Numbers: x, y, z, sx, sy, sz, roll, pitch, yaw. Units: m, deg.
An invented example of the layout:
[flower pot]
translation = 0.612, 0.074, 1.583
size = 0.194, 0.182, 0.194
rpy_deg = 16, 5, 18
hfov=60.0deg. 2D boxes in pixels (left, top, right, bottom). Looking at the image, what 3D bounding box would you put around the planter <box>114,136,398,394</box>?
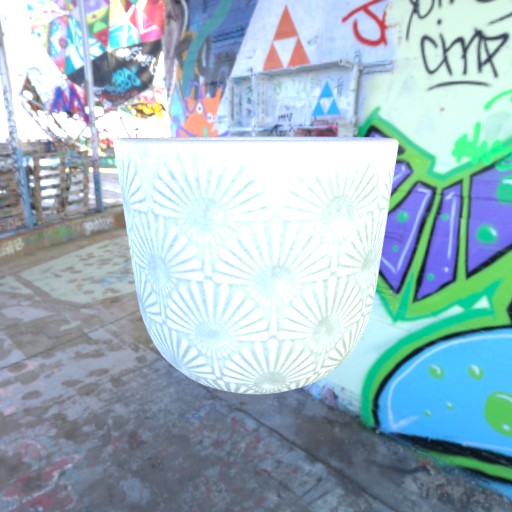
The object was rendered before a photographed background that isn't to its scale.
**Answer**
[planter]
translation = 0.000, 0.000, 0.296
size = 0.170, 0.152, 0.170
rpy_deg = 0, 16, 0
